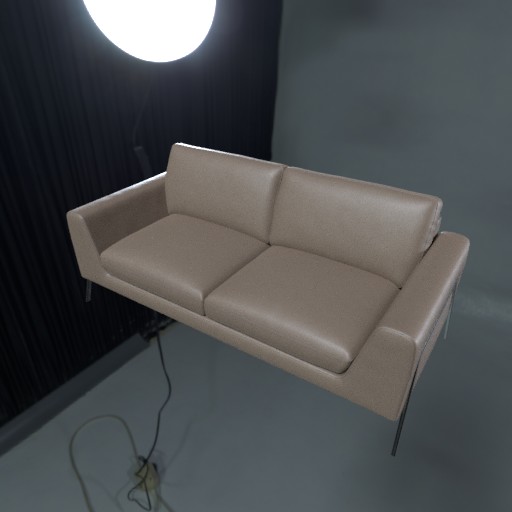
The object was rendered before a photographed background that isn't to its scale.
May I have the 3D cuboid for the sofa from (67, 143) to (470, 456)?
[{"bbox_3d":[0.000,0.000,2.468,2.017,0.875,0.953,18,35,28],"label":"sofa"}]
